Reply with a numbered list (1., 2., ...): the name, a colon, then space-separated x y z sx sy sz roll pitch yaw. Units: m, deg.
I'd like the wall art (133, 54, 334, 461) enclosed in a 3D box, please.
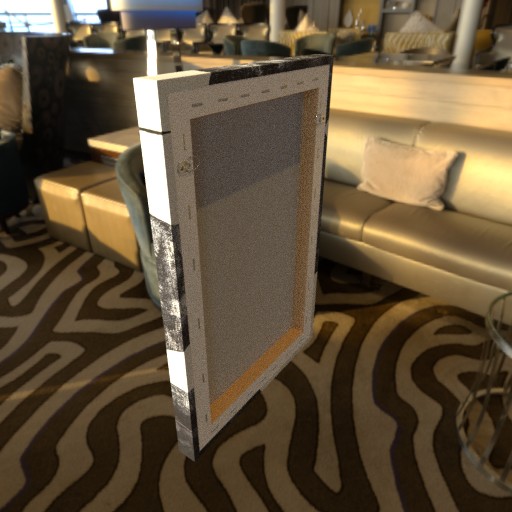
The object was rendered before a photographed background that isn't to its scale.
1. wall art: 0.000 0.000 0.764 0.039 0.610 0.407 19 34 31
